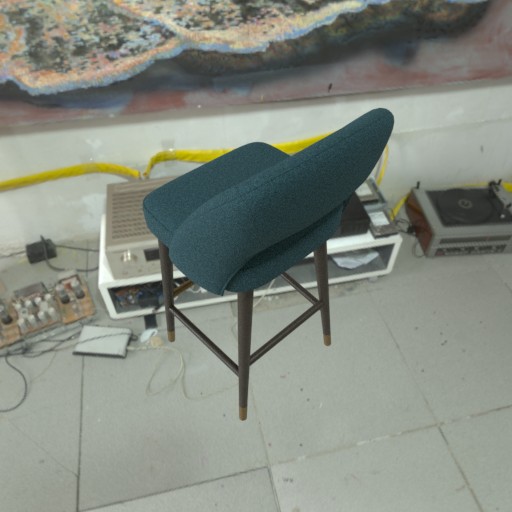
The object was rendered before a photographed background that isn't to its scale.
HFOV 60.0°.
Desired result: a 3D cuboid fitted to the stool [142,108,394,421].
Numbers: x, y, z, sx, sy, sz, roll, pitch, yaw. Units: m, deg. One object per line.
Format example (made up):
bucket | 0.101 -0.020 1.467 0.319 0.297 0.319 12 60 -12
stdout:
stool | 0.000 0.000 1.330 0.536 1.032 0.522 -34 55 -27
